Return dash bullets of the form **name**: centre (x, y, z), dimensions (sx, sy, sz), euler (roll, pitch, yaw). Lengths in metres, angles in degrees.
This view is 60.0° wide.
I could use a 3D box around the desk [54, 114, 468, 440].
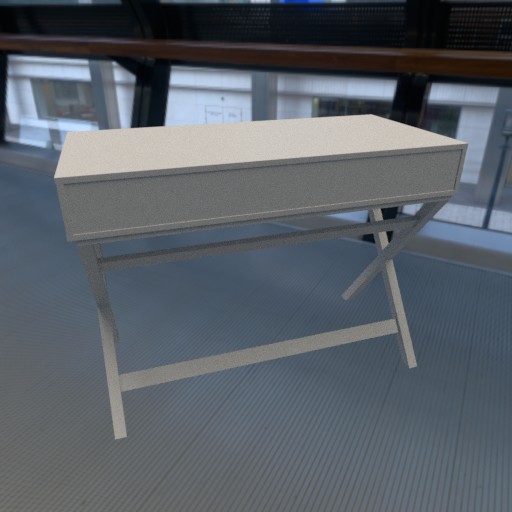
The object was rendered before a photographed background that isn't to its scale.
- **desk**: centre (0.000, 0.000, 1.469), dimensions (1.057, 0.780, 0.525), euler (-8, 28, -16)
